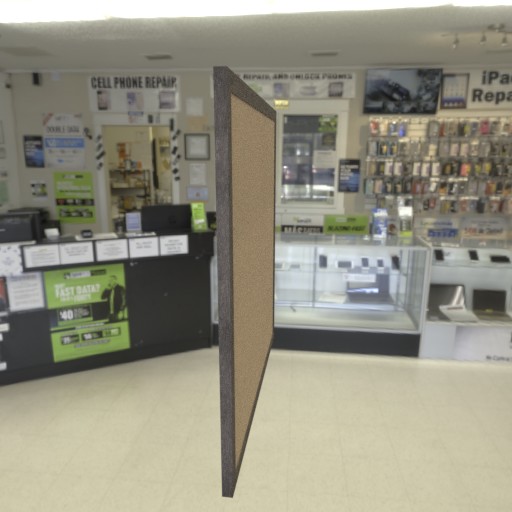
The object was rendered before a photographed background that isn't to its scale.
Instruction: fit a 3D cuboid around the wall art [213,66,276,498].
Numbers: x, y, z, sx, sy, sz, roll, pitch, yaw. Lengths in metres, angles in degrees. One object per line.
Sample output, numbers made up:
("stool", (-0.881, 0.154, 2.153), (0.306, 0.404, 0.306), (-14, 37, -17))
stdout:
("wall art", (0.000, 0.000, 0.671), (0.013, 0.457, 0.457), (2, 13, 8))
